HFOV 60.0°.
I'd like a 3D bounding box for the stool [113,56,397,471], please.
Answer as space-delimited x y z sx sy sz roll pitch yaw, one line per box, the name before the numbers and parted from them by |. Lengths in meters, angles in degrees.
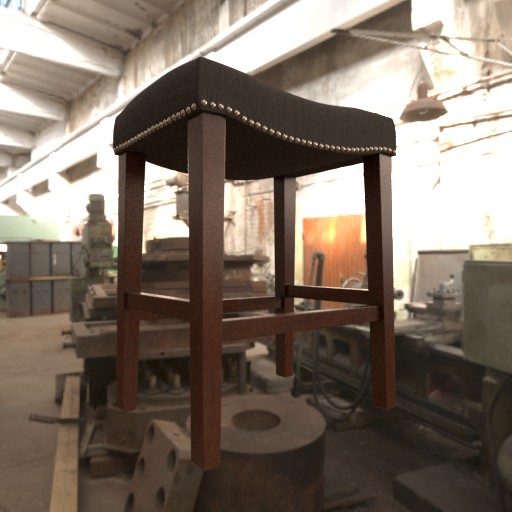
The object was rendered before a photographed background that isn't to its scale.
stool | 0.000 0.000 0.955 0.504 0.654 0.372 0 -1 -37
